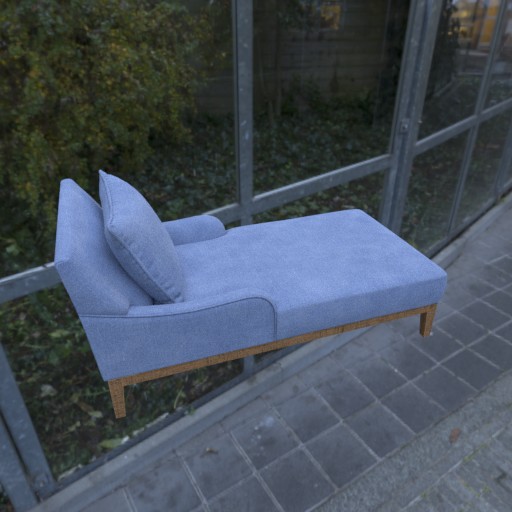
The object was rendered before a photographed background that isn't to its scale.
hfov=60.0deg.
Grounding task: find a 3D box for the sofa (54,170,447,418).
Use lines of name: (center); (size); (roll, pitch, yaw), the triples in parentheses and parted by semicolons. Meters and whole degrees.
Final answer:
sofa: (0.000, 0.000, 2.317); (1.779, 0.883, 0.904); (-10, 31, -17)
